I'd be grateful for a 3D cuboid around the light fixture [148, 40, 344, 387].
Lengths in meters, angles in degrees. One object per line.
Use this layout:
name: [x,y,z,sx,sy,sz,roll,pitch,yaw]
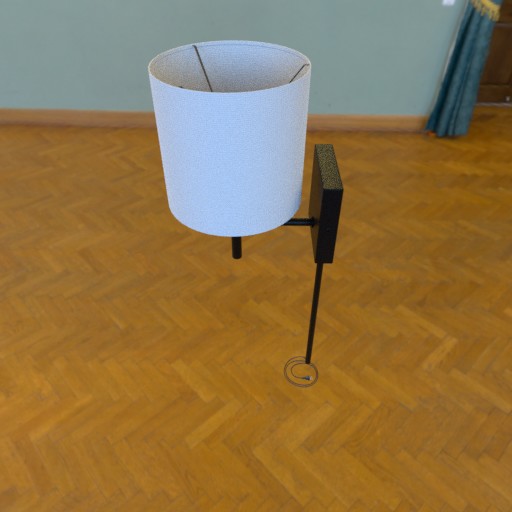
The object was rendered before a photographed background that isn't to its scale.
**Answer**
light fixture: [0.000,0.000,0.706,0.248,0.589,0.188,1,41,1]
